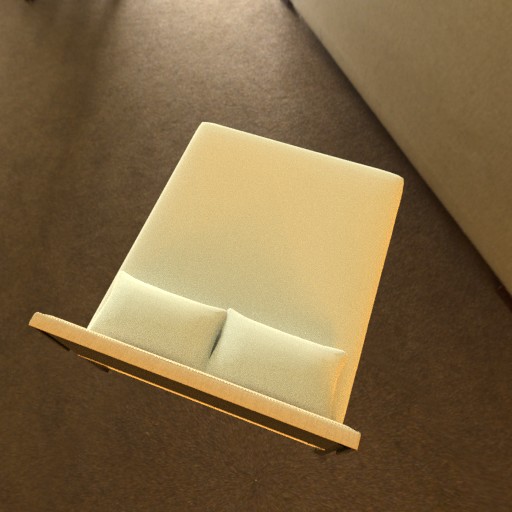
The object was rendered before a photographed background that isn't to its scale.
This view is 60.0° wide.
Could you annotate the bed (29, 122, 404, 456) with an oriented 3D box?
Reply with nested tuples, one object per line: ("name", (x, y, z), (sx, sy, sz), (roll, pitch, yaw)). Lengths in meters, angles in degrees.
("bed", (0.000, 0.000, 2.787), (1.616, 1.016, 1.876), (18, 65, 9))
